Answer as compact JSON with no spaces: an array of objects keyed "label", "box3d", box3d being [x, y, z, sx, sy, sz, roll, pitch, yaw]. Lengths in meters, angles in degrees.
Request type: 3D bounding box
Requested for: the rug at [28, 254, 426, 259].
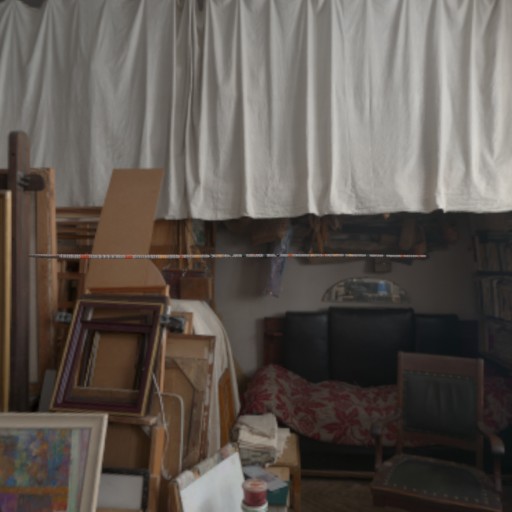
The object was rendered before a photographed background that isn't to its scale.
[{"label":"rug","box3d":[0.000,0.000,2.720,2.419,0.022,0.744,0,0,-36]}]
